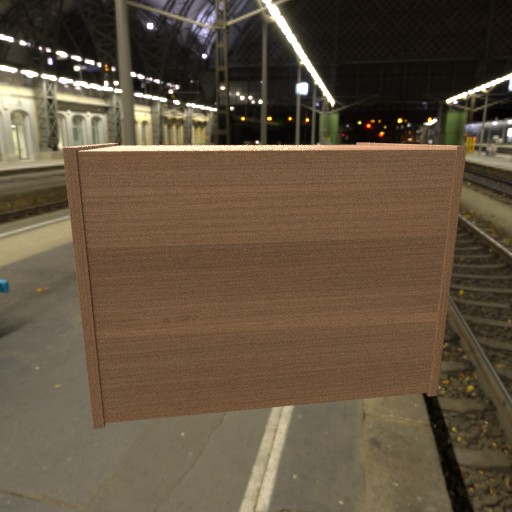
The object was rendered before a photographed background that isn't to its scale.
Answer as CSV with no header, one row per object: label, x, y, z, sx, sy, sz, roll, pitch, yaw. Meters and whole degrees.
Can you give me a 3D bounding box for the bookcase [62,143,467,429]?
bookcase,0.000,0.000,0.625,0.415,0.305,0.290,-2,15,-9
